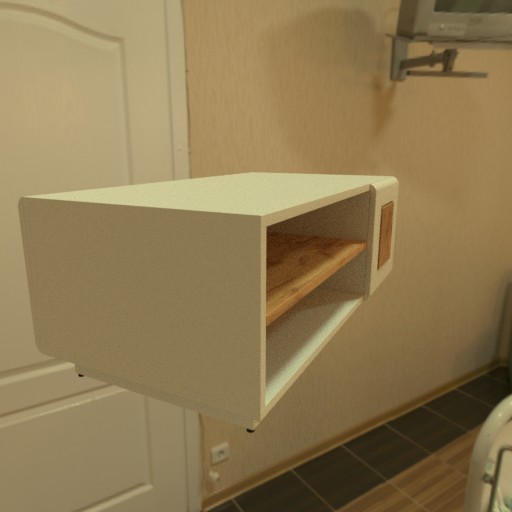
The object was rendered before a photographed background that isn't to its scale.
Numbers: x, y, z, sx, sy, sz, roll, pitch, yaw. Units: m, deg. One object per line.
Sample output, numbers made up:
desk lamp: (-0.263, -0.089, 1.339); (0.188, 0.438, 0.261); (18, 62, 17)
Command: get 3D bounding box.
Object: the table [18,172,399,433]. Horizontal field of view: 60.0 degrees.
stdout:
table: (0.000, 0.000, 1.373); (0.639, 0.442, 1.097); (7, 16, 27)
